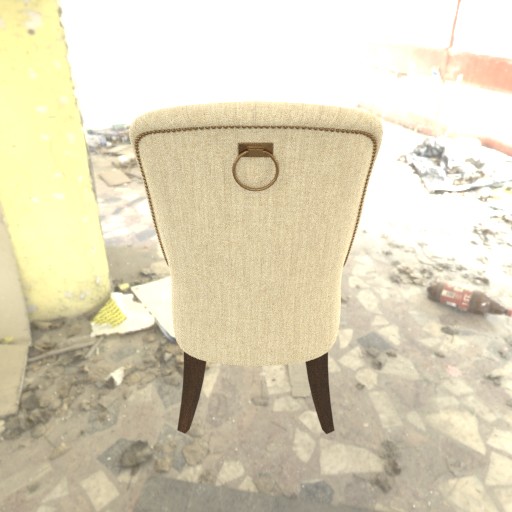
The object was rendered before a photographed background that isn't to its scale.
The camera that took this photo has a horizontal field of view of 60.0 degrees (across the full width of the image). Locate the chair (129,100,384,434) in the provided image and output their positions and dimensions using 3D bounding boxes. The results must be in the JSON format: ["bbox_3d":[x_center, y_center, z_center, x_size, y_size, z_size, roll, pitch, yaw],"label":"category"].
[{"bbox_3d":[0.000,0.000,1.469,0.634,1.091,0.629,0,30,0],"label":"chair"}]
